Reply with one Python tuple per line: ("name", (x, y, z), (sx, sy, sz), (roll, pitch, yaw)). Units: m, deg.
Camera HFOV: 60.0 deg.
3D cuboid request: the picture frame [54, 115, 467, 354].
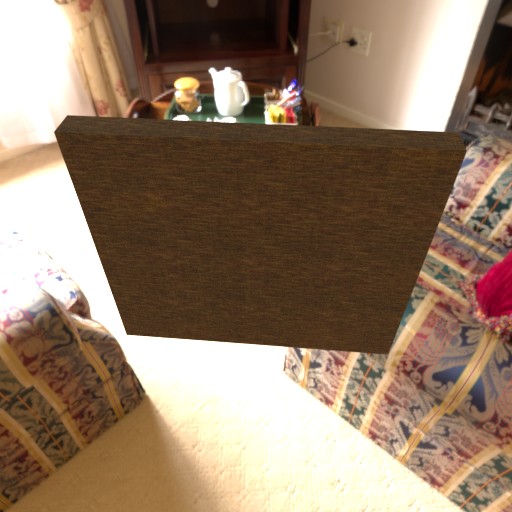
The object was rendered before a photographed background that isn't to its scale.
("picture frame", (0.000, 0.000, 0.533), (0.378, 0.330, 0.033), (4, 45, 4))
